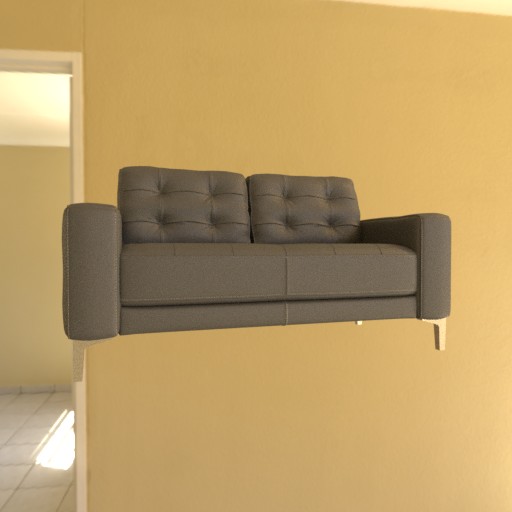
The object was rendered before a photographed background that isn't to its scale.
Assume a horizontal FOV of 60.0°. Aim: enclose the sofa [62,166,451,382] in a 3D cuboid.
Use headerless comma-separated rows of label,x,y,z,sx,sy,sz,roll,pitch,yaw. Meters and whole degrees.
sofa,0.000,0.000,2.218,1.726,0.892,0.833,0,1,-18
